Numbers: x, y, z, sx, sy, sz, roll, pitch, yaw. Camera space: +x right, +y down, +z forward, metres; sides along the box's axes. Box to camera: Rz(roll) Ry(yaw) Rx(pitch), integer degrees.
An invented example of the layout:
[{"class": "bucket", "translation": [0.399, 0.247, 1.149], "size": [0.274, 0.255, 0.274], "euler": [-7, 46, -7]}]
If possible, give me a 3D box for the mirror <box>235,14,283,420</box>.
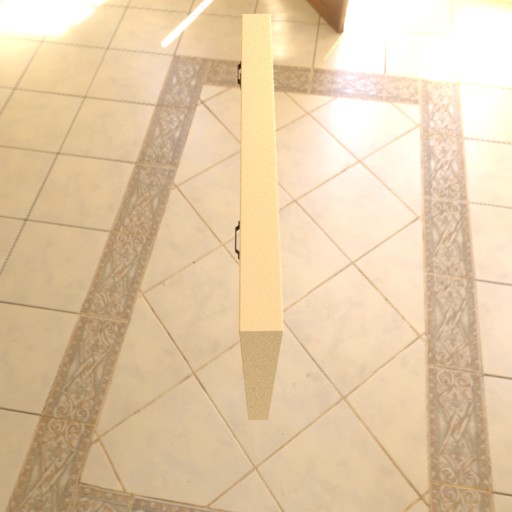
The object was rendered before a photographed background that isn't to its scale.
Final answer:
[{"class": "mirror", "translation": [0.000, 0.000, 0.675], "size": [0.041, 0.508, 0.405], "euler": [0, 62, 0]}]
